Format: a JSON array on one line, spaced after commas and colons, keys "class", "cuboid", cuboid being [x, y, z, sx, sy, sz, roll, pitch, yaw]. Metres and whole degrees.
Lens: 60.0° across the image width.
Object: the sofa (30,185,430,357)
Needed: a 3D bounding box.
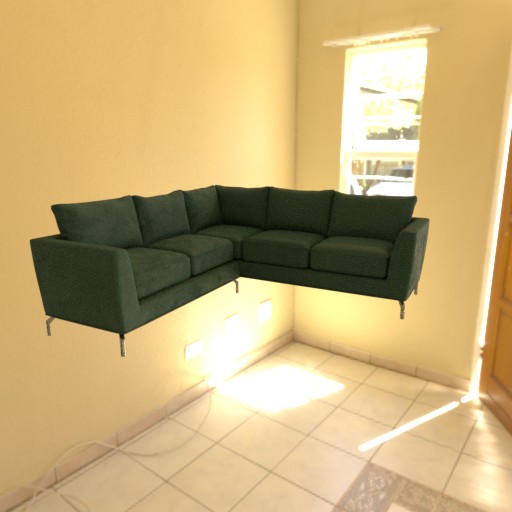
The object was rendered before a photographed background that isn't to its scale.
[{"class": "sofa", "cuboid": [0.000, 0.000, 3.769, 2.452, 1.004, 2.468, 7, 15, 27]}]
